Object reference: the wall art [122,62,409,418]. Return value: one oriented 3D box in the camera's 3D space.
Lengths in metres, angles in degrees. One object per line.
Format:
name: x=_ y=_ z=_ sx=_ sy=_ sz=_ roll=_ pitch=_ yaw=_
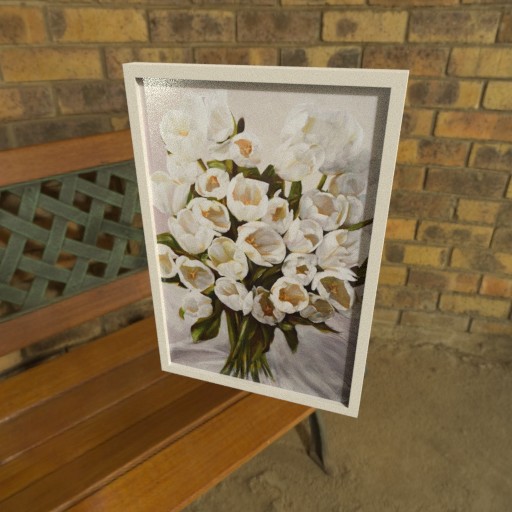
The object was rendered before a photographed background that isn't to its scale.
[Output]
wall art: x=0.000 y=0.000 z=0.834 sx=0.450 sy=0.657 sz=0.038 roll=9 pitch=29 yaw=16
